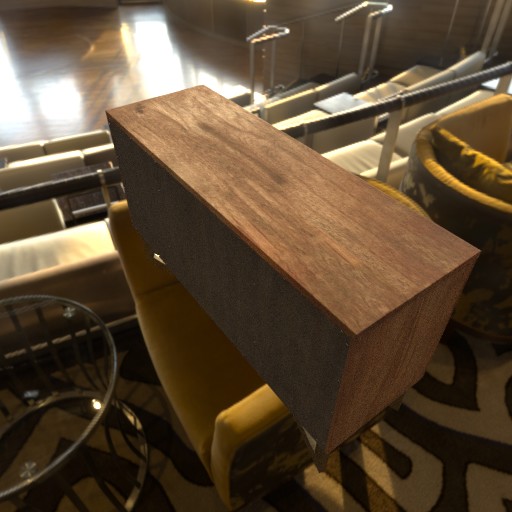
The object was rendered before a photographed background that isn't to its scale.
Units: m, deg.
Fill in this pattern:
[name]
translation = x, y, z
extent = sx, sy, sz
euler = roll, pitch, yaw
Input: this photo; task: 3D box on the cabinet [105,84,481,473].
[cabinet]
translation = 0.000, 0.000, 1.729
extent = 0.480, 0.812, 1.373
euler = -26, 49, -26
